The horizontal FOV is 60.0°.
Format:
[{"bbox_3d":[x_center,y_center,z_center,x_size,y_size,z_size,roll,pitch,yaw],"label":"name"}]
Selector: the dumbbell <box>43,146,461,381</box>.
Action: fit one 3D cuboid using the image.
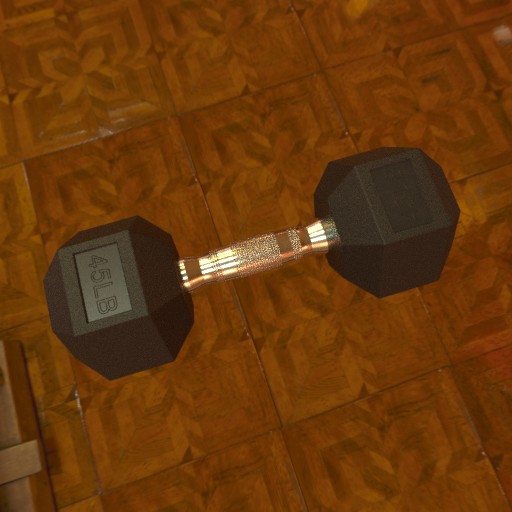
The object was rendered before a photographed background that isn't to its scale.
[{"bbox_3d":[0.000,0.000,0.411,0.356,0.123,0.141,-16,76,-4],"label":"dumbbell"}]
